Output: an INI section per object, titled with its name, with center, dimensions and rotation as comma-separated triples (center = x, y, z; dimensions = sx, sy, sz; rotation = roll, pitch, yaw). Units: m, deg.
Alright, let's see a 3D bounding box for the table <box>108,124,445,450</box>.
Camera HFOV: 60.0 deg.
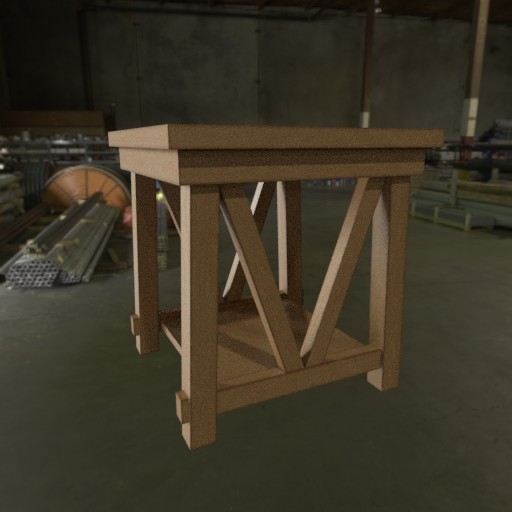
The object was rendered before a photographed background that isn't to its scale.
[table]
center = 0.000, 0.000, 1.172
dimensions = 0.612, 0.638, 0.610
rotation = -7, 16, -25
